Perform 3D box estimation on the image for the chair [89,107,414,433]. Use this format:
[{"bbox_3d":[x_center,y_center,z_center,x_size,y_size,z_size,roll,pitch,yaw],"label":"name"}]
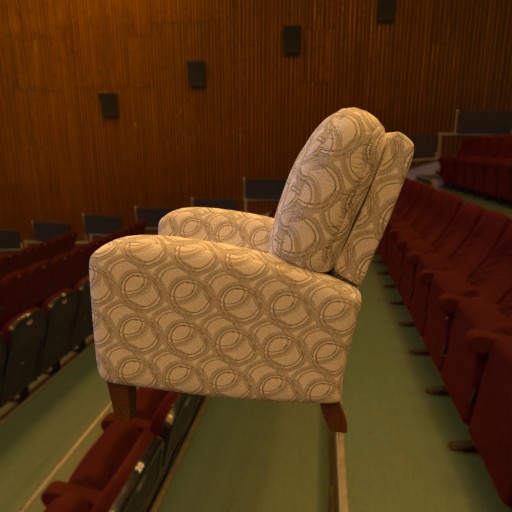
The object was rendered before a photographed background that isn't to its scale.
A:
[{"bbox_3d":[0.000,0.000,1.730,0.995,1.065,0.796,2,15,7],"label":"chair"}]
